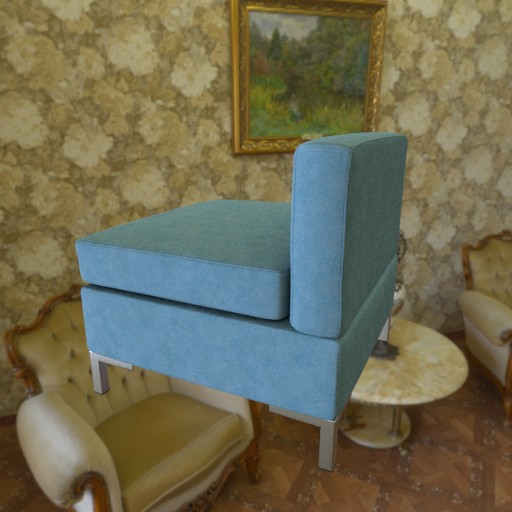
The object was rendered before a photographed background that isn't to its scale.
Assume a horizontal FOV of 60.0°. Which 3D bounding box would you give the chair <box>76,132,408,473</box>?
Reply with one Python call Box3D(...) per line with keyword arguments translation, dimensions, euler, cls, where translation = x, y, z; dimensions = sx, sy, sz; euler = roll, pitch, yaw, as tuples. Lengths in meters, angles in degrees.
Box3D(translation=(0.000, 0.000, 1.226), dimensions=(0.685, 0.660, 0.684), euler=(8, 18, 25), cls="chair")
